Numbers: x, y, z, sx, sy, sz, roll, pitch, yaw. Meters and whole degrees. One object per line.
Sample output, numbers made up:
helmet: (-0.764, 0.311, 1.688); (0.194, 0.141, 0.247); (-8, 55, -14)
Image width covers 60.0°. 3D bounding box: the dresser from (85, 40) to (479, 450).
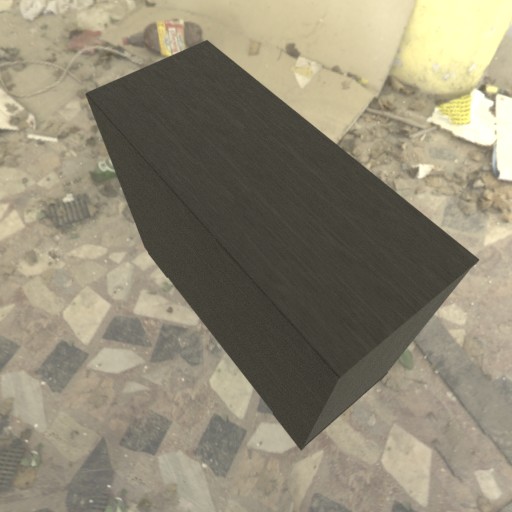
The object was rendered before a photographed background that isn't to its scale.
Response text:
dresser: (0.000, 0.000, 1.408); (0.404, 0.816, 0.994); (-34, 64, -19)
